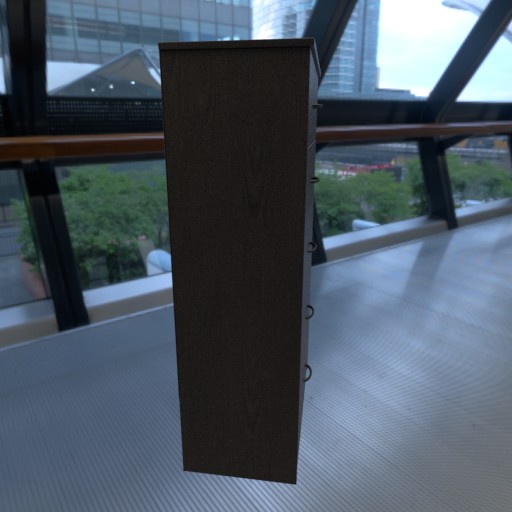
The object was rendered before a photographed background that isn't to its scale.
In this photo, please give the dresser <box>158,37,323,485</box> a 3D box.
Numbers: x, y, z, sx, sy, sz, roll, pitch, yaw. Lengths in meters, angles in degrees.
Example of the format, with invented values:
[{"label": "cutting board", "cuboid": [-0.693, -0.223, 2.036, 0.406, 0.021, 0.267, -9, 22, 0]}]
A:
[{"label": "dresser", "cuboid": [0.000, 0.000, 1.542, 0.418, 1.254, 0.704, 3, 17, 9]}]
